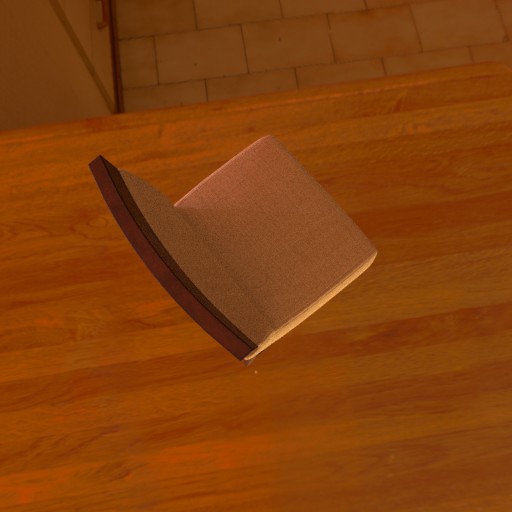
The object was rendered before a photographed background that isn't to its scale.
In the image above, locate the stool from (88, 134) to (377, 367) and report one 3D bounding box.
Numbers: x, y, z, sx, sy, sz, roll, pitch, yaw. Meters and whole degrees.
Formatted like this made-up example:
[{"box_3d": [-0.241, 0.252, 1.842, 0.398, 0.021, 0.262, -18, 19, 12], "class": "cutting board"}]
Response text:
[{"box_3d": [0.000, 0.000, 1.280, 0.480, 1.011, 0.463, -38, 78, -9], "class": "stool"}]
